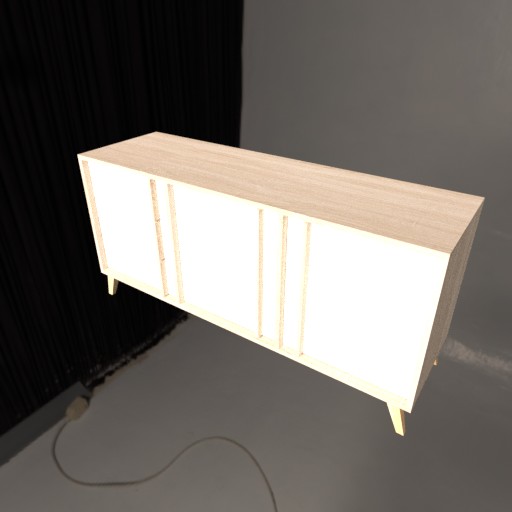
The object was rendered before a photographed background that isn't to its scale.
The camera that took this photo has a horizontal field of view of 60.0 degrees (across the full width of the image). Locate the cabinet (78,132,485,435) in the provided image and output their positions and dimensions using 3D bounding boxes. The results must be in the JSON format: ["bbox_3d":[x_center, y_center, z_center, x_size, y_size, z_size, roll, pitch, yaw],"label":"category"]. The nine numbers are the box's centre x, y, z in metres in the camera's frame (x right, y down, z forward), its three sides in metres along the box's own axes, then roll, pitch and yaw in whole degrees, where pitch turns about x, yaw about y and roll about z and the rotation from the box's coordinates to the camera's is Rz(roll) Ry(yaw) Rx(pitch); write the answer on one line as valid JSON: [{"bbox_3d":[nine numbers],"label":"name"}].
[{"bbox_3d":[0.000,0.000,2.009,1.649,0.780,0.500,19,35,29],"label":"cabinet"}]
